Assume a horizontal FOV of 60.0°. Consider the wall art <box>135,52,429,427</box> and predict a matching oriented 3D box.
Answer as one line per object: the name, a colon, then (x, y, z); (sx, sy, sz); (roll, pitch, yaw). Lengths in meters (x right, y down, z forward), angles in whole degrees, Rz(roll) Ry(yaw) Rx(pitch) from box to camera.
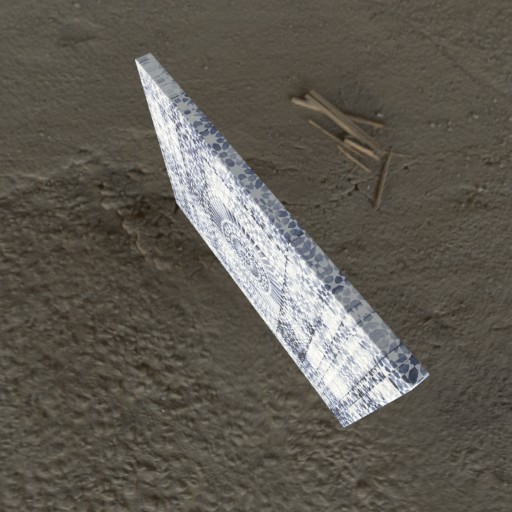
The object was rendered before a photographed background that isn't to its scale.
wall art: (0.000, 0.000, 0.760); (0.030, 0.406, 0.608); (-32, 68, -15)
